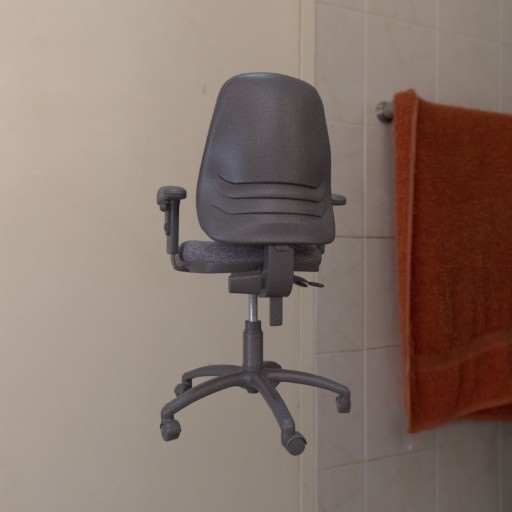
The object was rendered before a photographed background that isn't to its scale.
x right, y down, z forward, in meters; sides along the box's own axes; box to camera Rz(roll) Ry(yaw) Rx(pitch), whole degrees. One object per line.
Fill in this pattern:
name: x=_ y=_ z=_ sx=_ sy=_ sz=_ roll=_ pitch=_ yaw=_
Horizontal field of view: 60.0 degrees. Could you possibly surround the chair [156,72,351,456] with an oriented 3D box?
chair: x=0.000 y=0.000 z=1.253 sx=0.550 sy=0.910 sz=0.530 roll=0 pitch=0 yaw=-18
